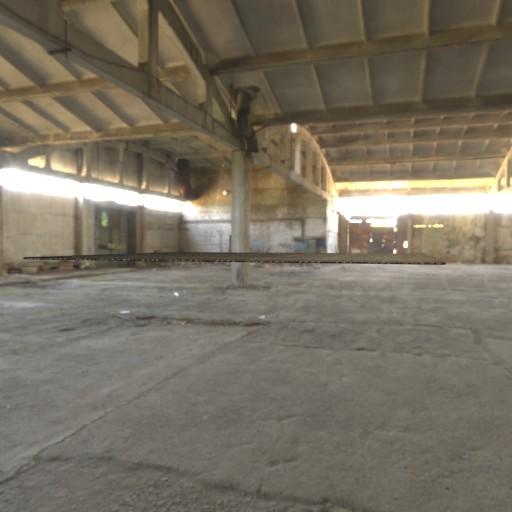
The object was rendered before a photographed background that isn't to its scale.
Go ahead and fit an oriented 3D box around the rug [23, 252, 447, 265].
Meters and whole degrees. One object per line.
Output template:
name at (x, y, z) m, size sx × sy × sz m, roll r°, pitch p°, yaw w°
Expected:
rug at (0.000, 0.000, 3.913) m, size 2.902 × 0.017 × 2.306 m, roll 0°, pitch 2°, yaw 18°
